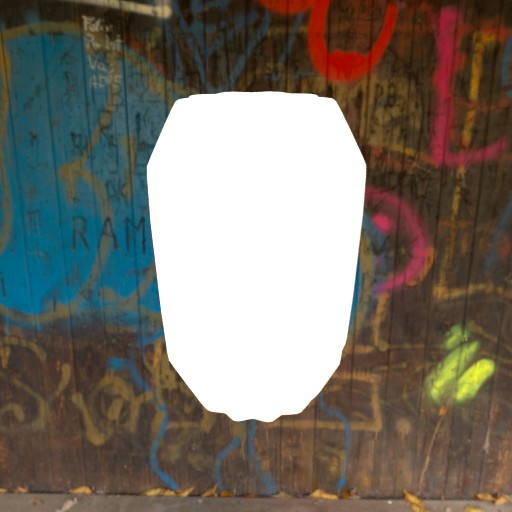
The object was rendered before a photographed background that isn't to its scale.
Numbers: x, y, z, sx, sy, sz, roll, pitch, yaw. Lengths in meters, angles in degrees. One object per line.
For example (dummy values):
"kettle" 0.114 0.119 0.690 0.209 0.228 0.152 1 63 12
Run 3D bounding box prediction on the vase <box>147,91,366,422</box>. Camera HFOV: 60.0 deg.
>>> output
"vase" 0.000 0.000 0.414 0.195 0.275 0.195 0 13 0
